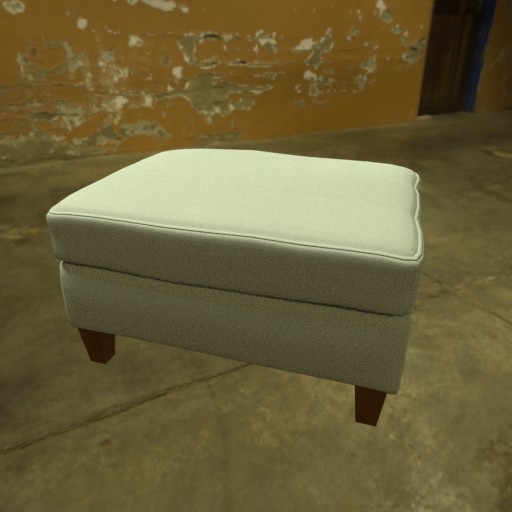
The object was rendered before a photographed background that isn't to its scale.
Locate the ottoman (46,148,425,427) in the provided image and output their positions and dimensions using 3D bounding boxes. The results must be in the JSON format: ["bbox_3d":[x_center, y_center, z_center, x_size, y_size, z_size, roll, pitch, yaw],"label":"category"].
[{"bbox_3d":[0.000,0.000,1.221,0.818,0.496,0.634,8,27,16],"label":"ottoman"}]
